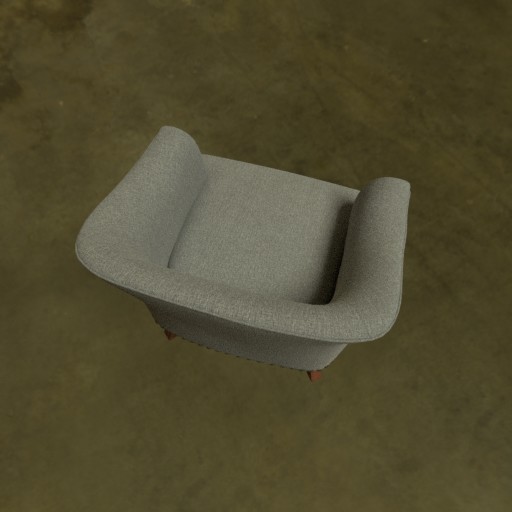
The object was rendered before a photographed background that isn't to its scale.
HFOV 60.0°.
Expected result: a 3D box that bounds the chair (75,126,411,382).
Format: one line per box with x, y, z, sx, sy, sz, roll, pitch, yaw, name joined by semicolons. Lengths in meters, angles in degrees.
0.000;0.000;1.392;0.798;0.815;0.704;15;64;8;chair
